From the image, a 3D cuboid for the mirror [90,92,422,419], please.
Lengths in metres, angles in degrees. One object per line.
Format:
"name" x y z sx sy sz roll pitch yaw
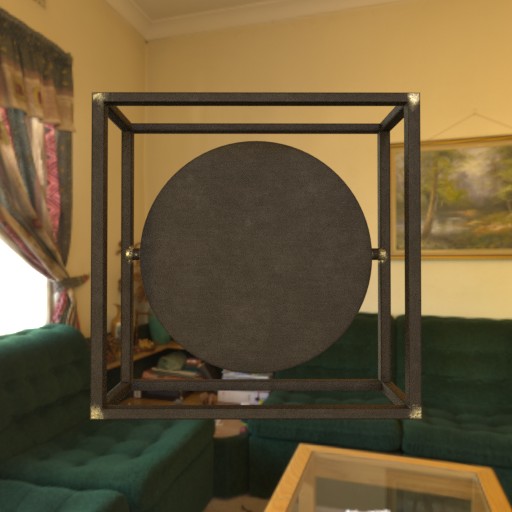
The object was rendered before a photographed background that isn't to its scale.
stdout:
"mirror" 0.000 0.000 0.464 0.306 0.303 0.107 0 -1 0
